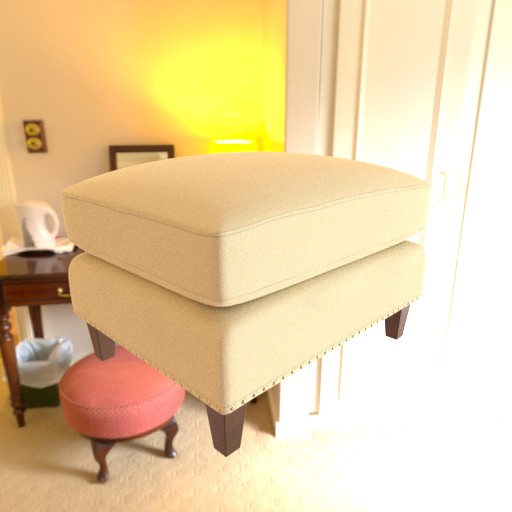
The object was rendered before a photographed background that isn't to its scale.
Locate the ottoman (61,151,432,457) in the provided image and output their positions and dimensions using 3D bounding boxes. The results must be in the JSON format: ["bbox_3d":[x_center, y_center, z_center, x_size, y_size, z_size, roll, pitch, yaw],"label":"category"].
[{"bbox_3d":[0.000,0.000,1.134,0.584,0.513,0.741,16,24,42],"label":"ottoman"}]
